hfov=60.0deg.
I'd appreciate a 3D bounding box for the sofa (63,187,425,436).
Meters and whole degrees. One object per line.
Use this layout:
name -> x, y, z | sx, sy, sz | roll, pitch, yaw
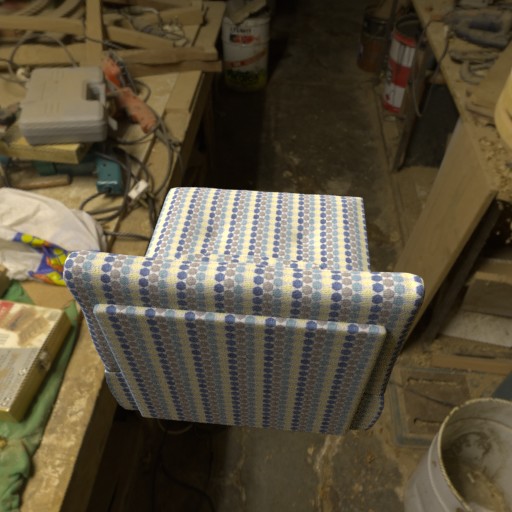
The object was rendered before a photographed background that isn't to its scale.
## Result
sofa -> 0.000, 0.000, 1.671 | 0.930, 0.830, 1.000 | 4, 48, 4
